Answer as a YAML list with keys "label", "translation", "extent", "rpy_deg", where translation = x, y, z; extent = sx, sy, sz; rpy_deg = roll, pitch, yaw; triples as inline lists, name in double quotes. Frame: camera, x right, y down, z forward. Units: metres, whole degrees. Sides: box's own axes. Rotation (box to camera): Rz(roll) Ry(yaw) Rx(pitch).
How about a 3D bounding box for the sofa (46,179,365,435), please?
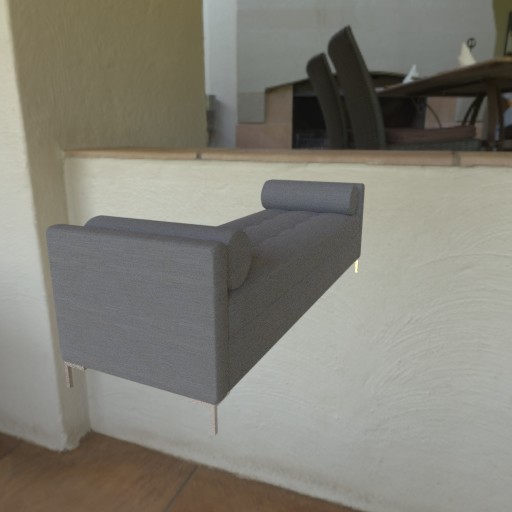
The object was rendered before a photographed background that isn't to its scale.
- label: "sofa"
  translation: [0.000, 0.000, 2.326]
  extent: [0.686, 0.635, 1.981]
  rpy_deg: [7, 17, 25]
